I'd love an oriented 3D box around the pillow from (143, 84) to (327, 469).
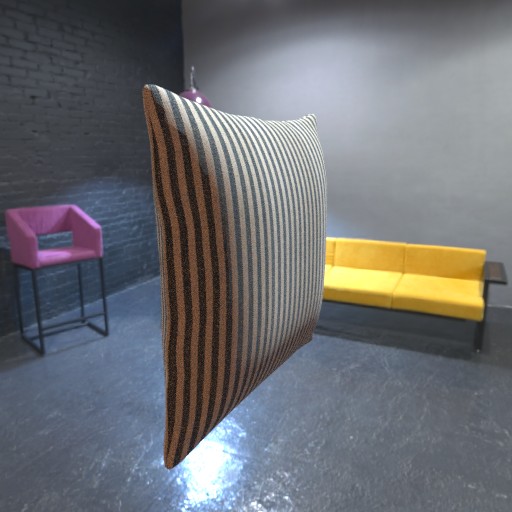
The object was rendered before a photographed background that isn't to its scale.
[{"bbox_3d":[0.000,0.000,0.778,0.166,0.510,0.523,7,15,28],"label":"pillow"}]
